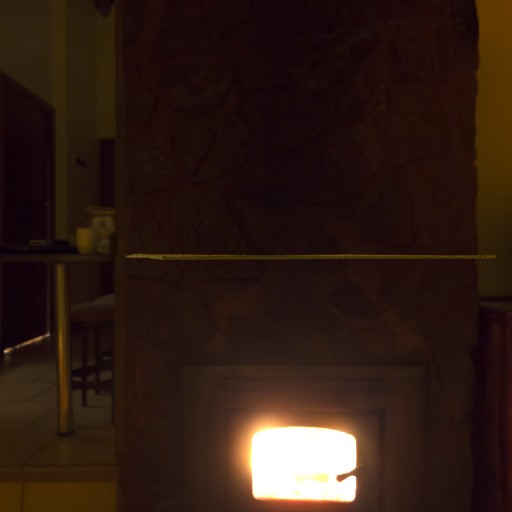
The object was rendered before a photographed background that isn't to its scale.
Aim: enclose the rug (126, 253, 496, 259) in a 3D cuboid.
[{"bbox_3d":[0.000,0.000,2.177,1.145,0.021,1.777,0,0,-19],"label":"rug"}]
